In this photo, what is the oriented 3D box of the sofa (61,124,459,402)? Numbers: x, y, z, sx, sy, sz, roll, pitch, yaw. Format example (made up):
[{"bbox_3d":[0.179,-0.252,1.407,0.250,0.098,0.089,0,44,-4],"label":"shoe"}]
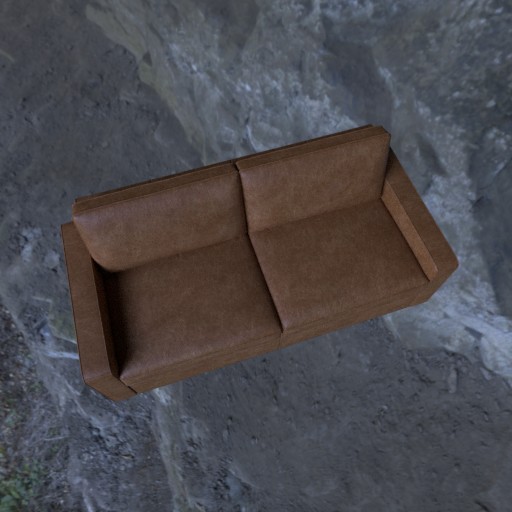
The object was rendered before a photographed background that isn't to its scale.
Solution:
[{"bbox_3d":[0.000,0.000,2.652,2.156,0.928,0.991,-16,64,-8],"label":"sofa"}]
